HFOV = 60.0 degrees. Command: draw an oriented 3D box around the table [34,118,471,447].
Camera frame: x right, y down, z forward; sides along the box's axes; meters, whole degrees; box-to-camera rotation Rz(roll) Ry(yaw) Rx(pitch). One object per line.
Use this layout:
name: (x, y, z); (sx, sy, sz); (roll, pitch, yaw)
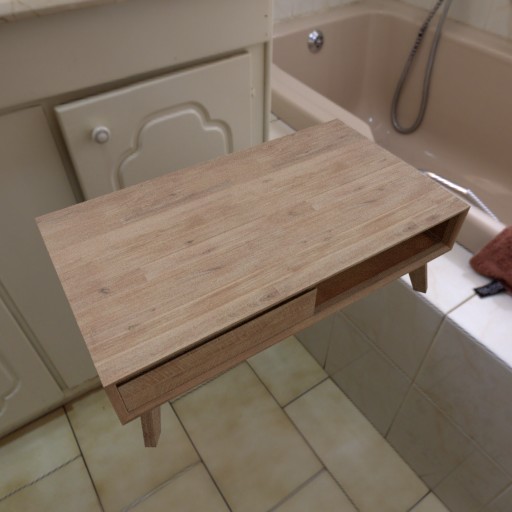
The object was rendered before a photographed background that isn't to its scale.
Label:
table: (0.000, 0.000, 2.070); (1.619, 0.531, 0.918); (-24, 50, -22)
